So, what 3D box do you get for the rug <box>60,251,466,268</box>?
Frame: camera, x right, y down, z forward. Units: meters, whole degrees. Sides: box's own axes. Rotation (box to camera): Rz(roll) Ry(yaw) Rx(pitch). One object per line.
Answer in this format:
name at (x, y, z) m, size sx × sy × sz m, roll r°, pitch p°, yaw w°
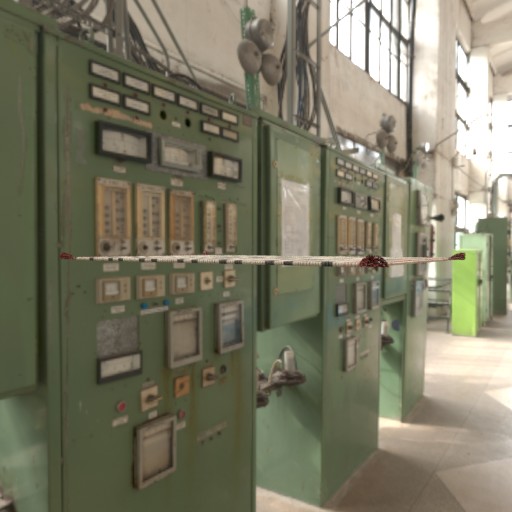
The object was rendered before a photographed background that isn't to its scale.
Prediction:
rug at (0.000, 0.000, 3.400) m, size 2.672 × 0.066 × 1.741 m, roll 1°, pitch 1°, yaw 36°
